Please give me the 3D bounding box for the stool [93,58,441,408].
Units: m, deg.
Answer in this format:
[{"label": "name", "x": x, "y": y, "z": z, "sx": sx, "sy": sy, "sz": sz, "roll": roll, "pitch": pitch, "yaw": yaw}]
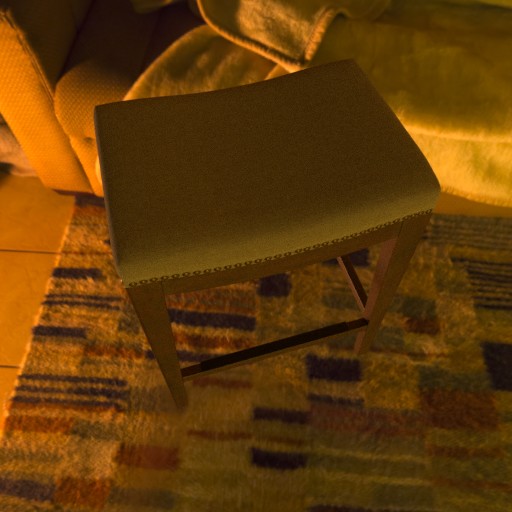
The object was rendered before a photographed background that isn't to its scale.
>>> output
[{"label": "stool", "x": 0.000, "y": 0.000, "z": 0.950, "sx": 0.508, "sy": 0.660, "sz": 0.356, "roll": -14, "pitch": 59, "yaw": -9}]
